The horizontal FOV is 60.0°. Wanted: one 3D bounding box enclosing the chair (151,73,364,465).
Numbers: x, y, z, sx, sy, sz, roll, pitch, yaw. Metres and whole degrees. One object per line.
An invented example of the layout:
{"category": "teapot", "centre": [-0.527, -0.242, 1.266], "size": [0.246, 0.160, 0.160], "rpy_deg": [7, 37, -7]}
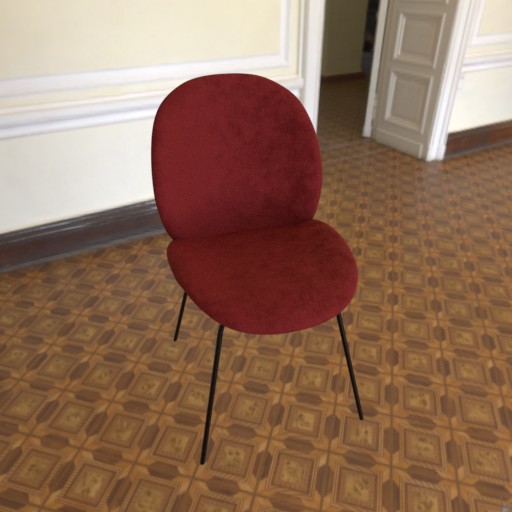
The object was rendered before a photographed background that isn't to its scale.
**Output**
{"category": "chair", "centre": [0.000, 0.000, 1.146], "size": [0.458, 0.791, 0.587], "rpy_deg": [-9, 34, -14]}
